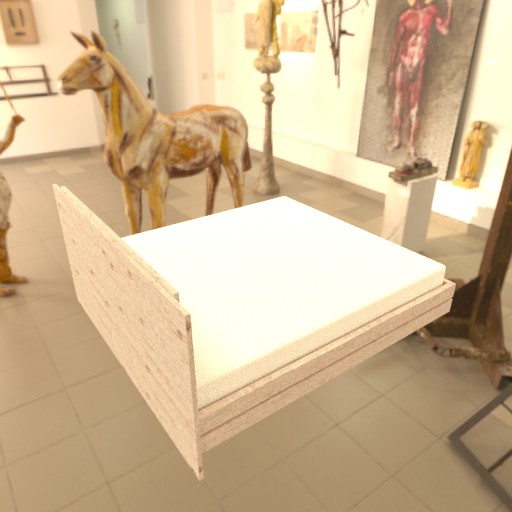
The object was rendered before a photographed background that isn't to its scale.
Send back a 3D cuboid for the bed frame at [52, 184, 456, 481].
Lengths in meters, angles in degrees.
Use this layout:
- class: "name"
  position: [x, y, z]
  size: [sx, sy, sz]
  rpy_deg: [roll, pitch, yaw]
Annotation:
- class: "bed frame"
  position: [0.000, 0.000, 3.134]
  size: [2.080, 0.970, 1.950]
  rpy_deg: [-18, 33, -31]
